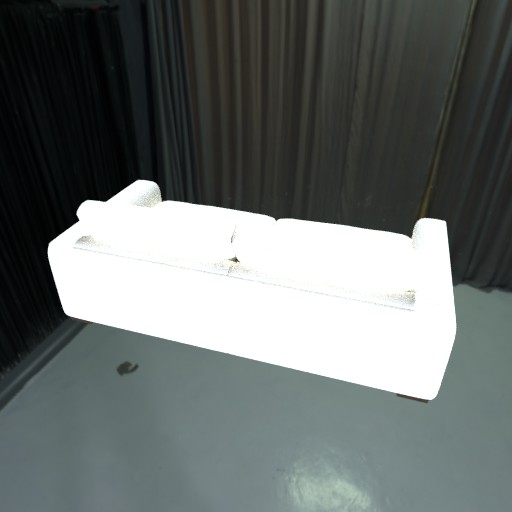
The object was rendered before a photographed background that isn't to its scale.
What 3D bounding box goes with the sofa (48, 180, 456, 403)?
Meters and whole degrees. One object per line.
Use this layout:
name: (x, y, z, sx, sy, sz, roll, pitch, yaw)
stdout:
sofa: (0.000, 0.000, 2.782, 2.262, 0.801, 1.070, 10, 34, 15)
